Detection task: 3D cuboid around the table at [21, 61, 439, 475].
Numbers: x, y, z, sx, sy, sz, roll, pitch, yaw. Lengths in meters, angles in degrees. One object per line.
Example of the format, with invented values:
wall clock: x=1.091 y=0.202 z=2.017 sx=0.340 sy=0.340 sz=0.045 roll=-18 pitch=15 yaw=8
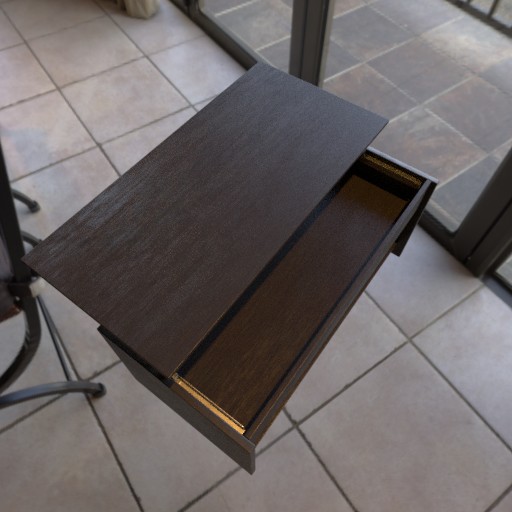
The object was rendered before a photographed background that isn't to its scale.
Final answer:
table: x=0.000 y=0.000 z=1.438 sx=0.712 sy=0.570 sz=1.000 roll=32 pitch=63 yaw=18
